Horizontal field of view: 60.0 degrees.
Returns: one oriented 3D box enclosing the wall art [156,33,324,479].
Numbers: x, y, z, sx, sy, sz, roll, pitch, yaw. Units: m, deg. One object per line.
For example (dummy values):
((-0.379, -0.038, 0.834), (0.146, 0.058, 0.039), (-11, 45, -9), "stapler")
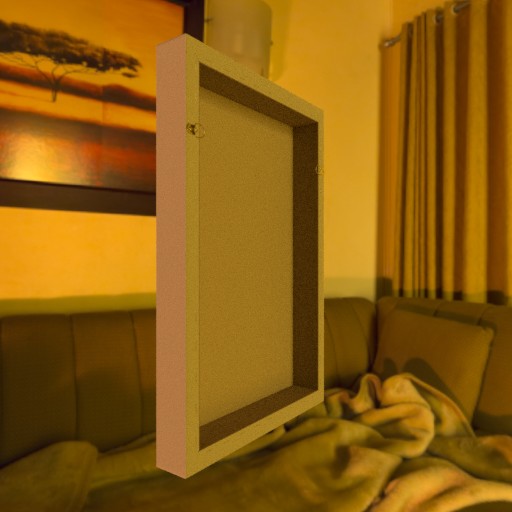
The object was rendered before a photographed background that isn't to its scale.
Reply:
((0.000, 0.000, 0.491), (0.039, 0.381, 0.252), (0, 0, 36), "wall art")
